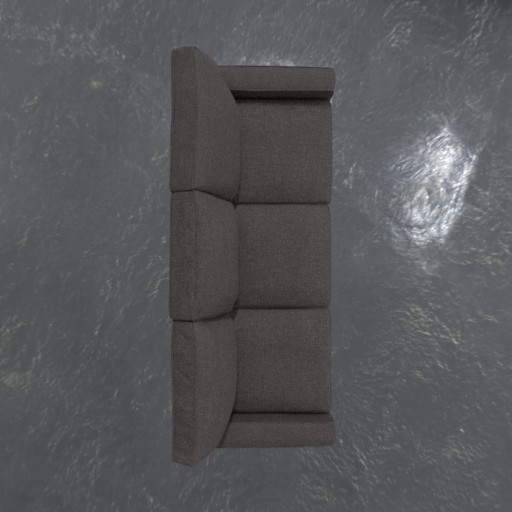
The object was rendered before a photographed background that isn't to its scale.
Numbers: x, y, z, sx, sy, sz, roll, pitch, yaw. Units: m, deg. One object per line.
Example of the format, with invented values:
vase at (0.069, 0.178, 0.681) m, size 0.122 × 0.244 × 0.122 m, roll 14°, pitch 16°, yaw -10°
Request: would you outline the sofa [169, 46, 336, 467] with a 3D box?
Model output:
sofa at (0.000, 0.000, 2.837) m, size 1.004 × 0.978 × 2.369 m, roll 0°, pitch 89°, yaw -2°
